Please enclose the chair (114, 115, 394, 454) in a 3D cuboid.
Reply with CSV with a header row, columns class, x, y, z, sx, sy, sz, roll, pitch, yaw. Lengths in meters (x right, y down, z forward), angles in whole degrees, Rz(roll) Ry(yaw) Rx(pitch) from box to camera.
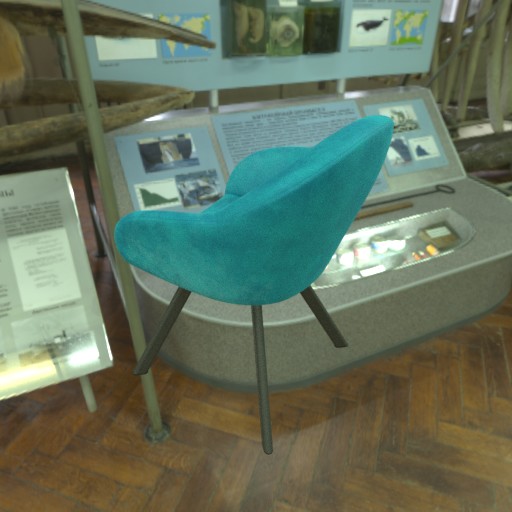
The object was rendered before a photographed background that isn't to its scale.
class,x,y,z,sx,sy,sz,roll,pitch,yaw
chair,0.000,0.000,1.181,0.590,0.795,0.550,19,37,28
